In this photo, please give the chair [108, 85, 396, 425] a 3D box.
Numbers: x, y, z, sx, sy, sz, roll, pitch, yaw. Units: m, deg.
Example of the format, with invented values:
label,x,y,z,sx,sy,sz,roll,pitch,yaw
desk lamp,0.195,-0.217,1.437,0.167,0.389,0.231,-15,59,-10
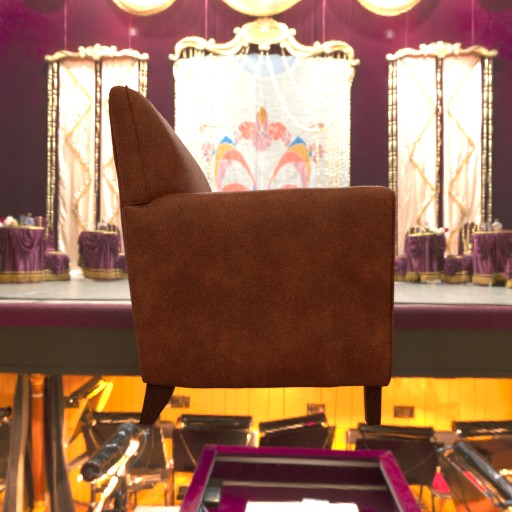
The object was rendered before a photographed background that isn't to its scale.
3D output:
label,x,y,z,sx,sy,sz,roll,pitch,yaw
chair,0.000,0.000,1.604,0.823,0.943,0.870,0,0,1
